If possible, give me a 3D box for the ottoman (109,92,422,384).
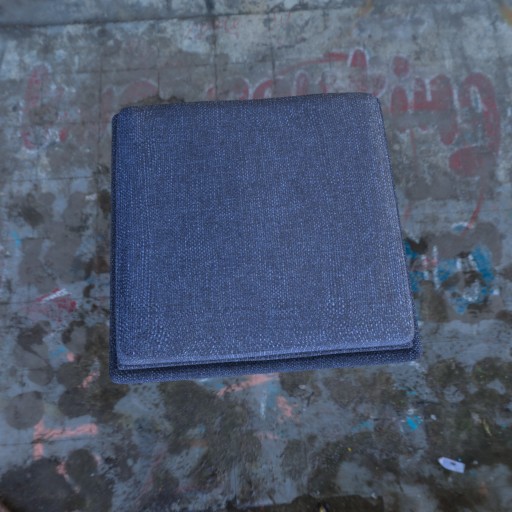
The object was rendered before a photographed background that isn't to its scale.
[{"bbox_3d":[0.000,0.000,0.849,0.454,0.493,0.436,-4,75,-1],"label":"ottoman"}]
